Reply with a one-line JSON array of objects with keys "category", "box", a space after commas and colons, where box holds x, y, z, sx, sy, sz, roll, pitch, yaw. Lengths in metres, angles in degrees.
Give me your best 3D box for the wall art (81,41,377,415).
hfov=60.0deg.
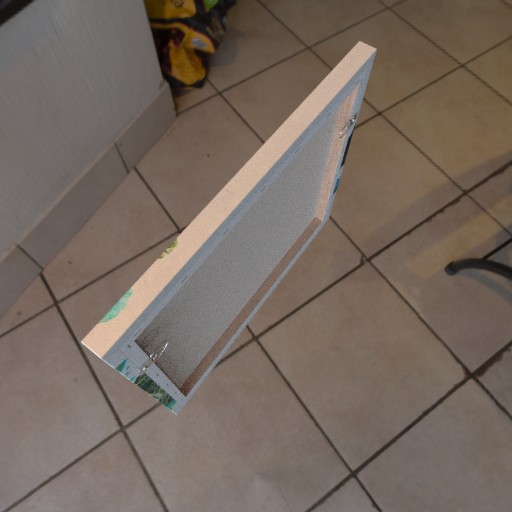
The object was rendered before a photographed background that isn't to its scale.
[{"category": "wall art", "box": [0.000, 0.000, 0.970, 0.043, 0.610, 0.711, 33, 68, 15]}]
